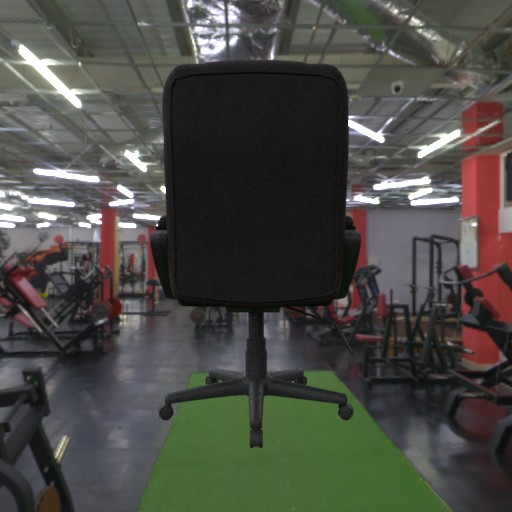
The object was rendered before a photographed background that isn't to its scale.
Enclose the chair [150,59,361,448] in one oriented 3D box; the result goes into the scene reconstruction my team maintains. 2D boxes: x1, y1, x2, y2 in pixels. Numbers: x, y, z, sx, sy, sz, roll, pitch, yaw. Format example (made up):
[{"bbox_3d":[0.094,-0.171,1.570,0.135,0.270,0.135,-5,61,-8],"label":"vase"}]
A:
[{"bbox_3d":[0.000,0.000,1.563,0.667,1.105,0.724,0,-1,0],"label":"chair"}]
